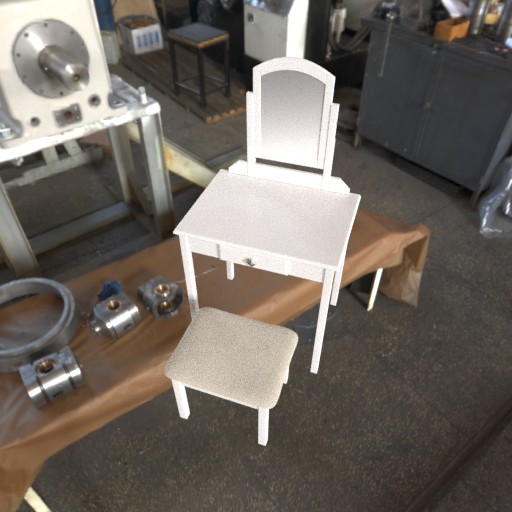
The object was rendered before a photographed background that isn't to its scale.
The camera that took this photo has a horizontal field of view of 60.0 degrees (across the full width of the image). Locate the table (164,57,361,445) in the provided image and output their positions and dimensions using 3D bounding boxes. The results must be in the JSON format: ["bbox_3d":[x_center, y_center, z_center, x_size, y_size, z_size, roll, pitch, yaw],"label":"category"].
[{"bbox_3d":[0.000,0.000,2.311,0.876,1.631,1.211,13,44,14],"label":"table"}]
